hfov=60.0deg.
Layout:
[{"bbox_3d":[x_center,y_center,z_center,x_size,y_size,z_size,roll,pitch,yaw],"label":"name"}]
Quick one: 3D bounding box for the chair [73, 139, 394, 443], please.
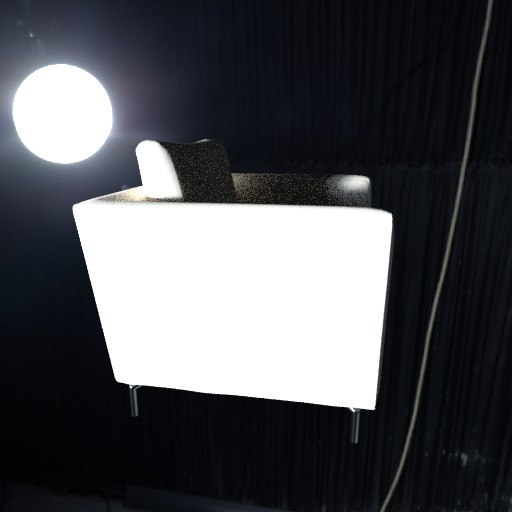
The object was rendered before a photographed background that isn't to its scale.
[{"bbox_3d":[0.000,0.000,1.697,0.889,0.865,1.041,3,16,10],"label":"chair"}]
